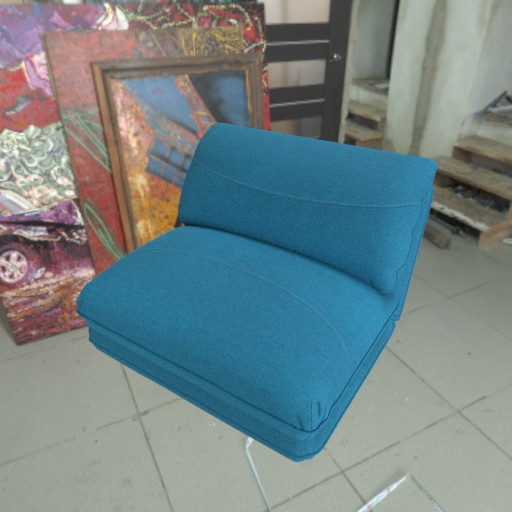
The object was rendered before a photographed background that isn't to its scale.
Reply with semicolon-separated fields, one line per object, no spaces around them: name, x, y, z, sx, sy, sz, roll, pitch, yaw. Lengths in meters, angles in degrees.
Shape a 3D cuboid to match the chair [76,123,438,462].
chair;0.000;0.000;1.328;0.820;0.580;0.780;19;35;28
